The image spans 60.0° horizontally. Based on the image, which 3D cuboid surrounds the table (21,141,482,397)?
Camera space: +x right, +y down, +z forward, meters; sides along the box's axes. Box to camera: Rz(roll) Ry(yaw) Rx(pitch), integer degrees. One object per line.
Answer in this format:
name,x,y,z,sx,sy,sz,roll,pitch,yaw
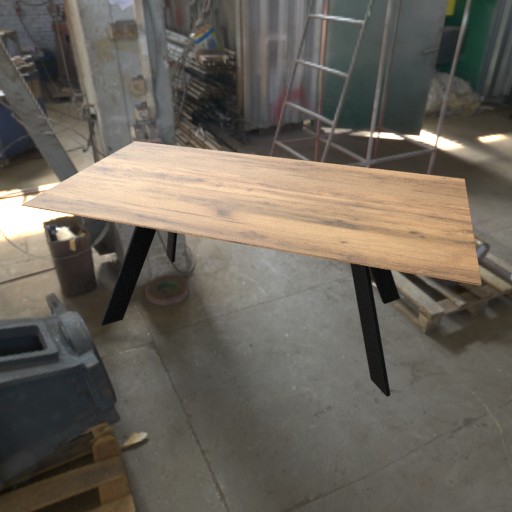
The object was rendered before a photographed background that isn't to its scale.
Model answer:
table,0.000,0.000,2.425,2.000,0.770,1.000,10,34,16
